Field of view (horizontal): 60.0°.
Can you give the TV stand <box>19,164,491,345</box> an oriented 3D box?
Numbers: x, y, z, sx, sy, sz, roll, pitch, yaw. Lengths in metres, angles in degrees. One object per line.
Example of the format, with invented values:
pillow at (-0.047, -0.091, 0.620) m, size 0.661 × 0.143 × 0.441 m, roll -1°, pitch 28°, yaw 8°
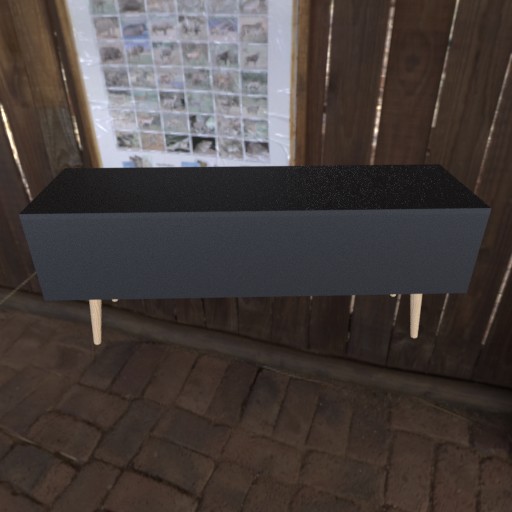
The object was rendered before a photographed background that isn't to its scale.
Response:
TV stand at (0.000, 0.000, 1.527) m, size 1.312 × 0.518 × 0.390 m, roll -1°, pitch 31°, yaw -2°
